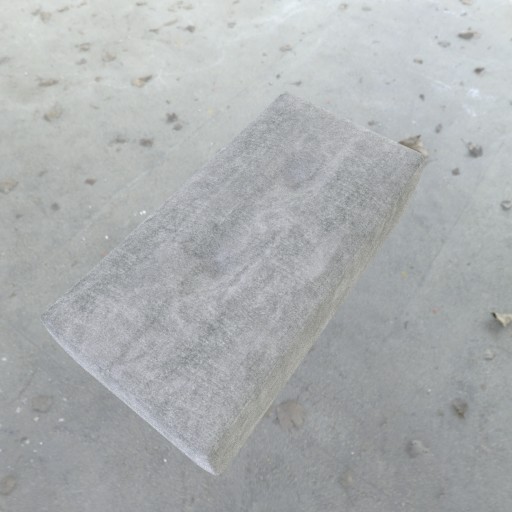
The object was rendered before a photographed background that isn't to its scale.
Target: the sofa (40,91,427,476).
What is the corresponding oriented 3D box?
[{"bbox_3d":[0.000,0.000,1.148,0.480,0.330,0.930,32,63,18],"label":"sofa"}]
